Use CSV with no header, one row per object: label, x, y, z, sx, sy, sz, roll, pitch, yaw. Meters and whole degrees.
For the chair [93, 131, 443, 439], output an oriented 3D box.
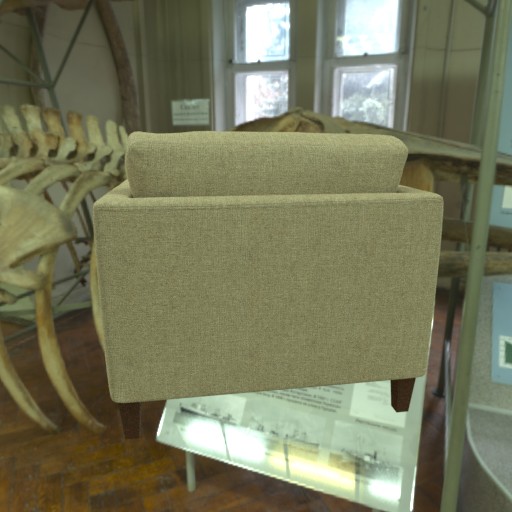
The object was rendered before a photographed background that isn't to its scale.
chair,0.000,0.000,1.835,1.107,0.987,0.959,-2,15,-9
